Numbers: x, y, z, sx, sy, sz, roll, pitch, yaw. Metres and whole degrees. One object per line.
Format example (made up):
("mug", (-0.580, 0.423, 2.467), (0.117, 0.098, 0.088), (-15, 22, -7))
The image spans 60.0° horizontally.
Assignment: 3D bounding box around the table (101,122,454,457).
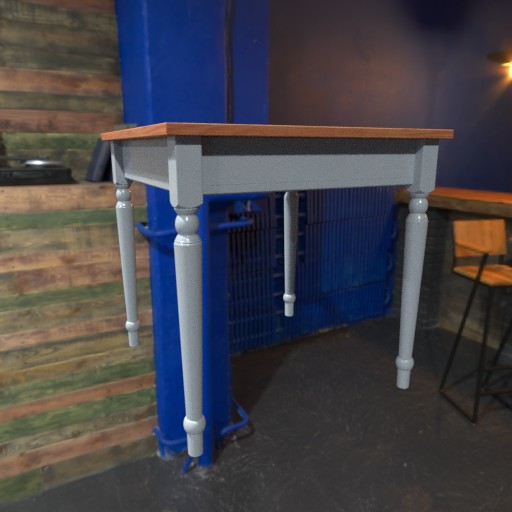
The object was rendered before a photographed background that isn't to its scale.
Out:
("table", (0.000, 0.000, 1.370), (0.747, 0.738, 0.747), (-7, 15, -26))
